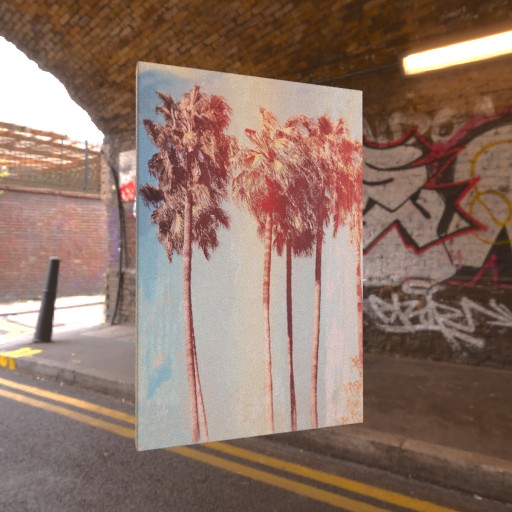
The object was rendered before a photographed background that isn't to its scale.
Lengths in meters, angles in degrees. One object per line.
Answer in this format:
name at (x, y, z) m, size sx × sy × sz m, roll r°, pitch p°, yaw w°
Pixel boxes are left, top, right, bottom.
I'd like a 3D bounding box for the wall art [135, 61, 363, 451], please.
wall art at (0.000, 0.000, 0.767) m, size 0.401 × 0.610 × 0.038 m, roll 0°, pitch 0°, yaw -18°
